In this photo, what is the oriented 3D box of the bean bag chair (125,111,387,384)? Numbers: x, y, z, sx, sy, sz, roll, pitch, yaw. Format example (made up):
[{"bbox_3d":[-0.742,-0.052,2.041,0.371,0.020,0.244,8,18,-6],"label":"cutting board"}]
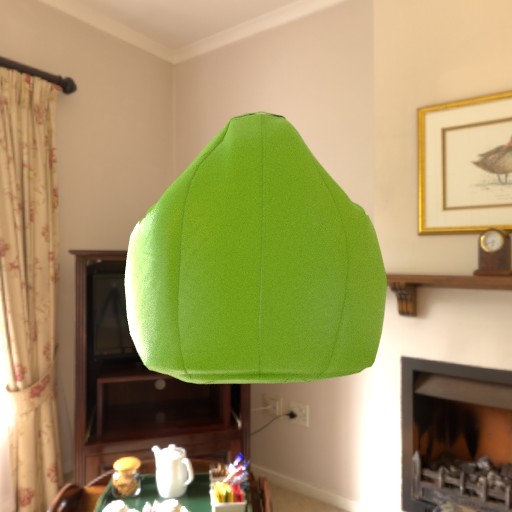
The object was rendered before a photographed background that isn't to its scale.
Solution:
[{"bbox_3d":[0.000,0.000,1.900,1.070,0.990,1.070,0,-1,-2],"label":"bean bag chair"}]
